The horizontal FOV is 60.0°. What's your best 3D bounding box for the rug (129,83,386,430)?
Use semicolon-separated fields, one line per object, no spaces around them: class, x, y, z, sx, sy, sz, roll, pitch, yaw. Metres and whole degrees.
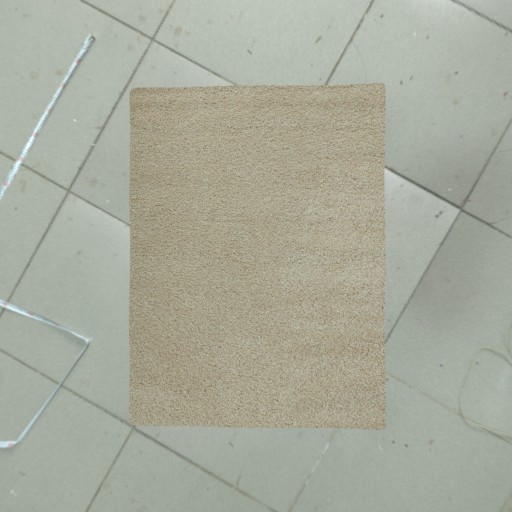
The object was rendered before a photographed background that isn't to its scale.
rug;0.000;0.000;2.078;1.199;0.025;1.600;0;90;2
